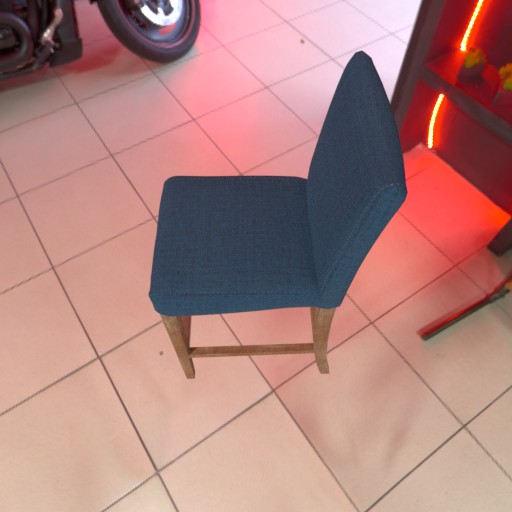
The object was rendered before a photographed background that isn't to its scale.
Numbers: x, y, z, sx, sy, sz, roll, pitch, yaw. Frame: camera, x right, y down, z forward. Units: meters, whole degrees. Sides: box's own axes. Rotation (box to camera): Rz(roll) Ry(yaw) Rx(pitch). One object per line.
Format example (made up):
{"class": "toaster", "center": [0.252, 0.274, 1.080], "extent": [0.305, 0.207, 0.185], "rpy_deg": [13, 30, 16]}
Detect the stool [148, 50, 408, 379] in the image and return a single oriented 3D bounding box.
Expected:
{"class": "stool", "center": [0.000, 0.000, 1.363], "extent": [0.574, 1.088, 0.454], "rpy_deg": [-1, 58, -1]}
